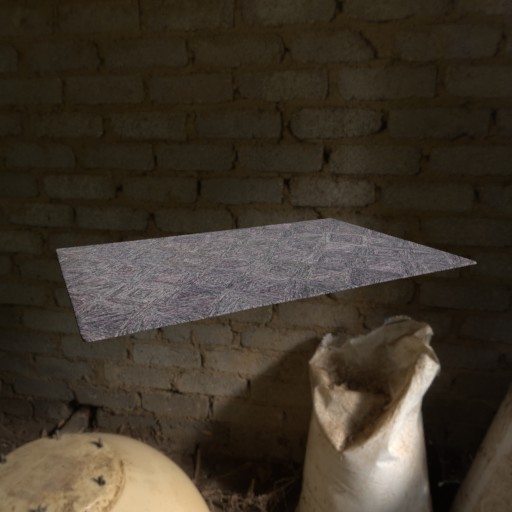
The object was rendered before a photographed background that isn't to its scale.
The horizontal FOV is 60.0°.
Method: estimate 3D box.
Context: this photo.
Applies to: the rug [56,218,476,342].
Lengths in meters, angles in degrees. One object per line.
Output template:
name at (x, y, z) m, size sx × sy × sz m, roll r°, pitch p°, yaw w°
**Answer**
rug at (0.000, 0.000, 2.191) m, size 1.752 × 0.013 × 1.158 m, roll -8°, pitch 18°, yaw -26°
